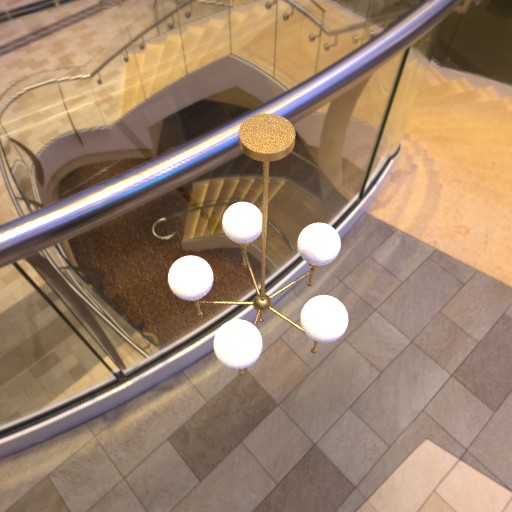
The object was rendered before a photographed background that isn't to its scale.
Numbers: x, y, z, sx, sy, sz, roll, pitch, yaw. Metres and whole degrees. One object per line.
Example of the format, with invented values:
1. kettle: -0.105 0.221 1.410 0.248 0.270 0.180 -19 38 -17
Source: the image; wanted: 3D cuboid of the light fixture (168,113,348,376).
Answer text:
1. light fixture: 0.000 0.000 1.818 0.785 1.331 0.815 1 59 0
